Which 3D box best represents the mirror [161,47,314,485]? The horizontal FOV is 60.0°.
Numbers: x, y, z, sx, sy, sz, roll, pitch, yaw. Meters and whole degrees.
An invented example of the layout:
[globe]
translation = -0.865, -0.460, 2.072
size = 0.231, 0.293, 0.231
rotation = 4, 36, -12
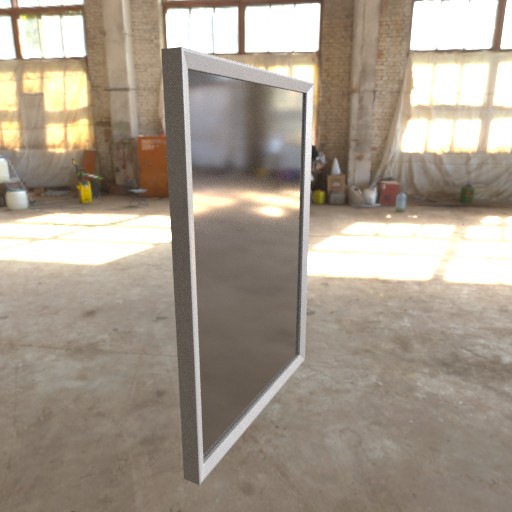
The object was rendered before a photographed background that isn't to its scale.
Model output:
[mirror]
translation = 0.000, 0.000, 0.912
size = 0.039, 0.710, 0.507
rotation = 8, 17, 26
